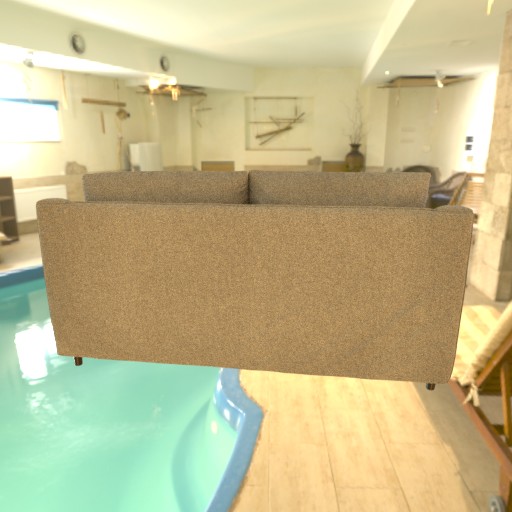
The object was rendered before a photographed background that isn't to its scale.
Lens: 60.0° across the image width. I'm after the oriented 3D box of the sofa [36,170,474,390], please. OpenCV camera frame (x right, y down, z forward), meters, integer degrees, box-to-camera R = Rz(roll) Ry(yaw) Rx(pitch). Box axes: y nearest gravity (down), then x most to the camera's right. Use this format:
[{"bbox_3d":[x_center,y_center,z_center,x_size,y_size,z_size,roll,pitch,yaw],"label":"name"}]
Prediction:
[{"bbox_3d":[0.000,0.000,2.561,2.010,1.018,1.072,2,15,7],"label":"sofa"}]
